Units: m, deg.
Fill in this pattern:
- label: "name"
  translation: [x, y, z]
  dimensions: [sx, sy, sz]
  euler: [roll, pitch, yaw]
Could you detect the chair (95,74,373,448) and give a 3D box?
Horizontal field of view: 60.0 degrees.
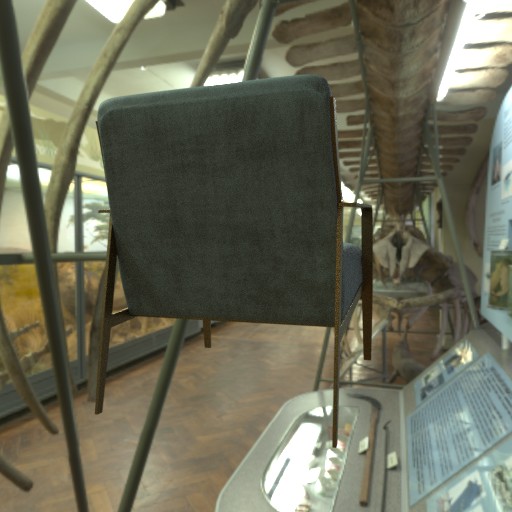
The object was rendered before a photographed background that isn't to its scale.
- label: "chair"
  translation: [0.000, 0.000, 1.443]
  dimensions: [0.701, 0.824, 0.842]
  euler: [0, 1, 18]
